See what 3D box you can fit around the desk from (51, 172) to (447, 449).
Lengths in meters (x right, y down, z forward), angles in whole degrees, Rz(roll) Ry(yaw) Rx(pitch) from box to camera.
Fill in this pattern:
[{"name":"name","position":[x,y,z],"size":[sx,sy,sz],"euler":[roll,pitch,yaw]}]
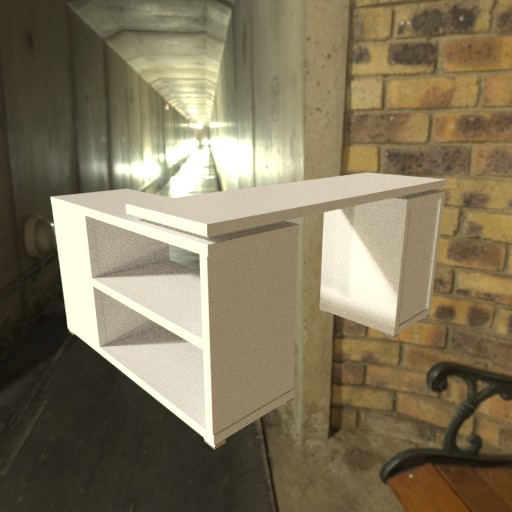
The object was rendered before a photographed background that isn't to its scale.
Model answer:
[{"name":"desk","position":[0.000,0.000,2.260],"size":[1.524,0.753,1.200],"euler":[-15,22,-41]}]
